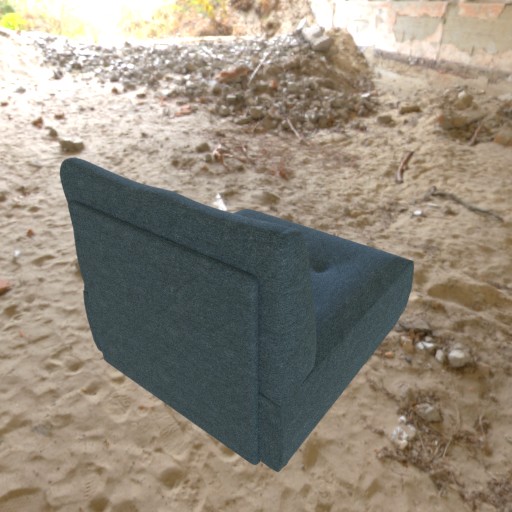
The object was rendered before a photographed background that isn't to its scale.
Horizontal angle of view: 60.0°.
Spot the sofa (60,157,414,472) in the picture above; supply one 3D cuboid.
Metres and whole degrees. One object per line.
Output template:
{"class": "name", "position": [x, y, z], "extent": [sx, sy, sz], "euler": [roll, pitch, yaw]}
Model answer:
{"class": "sofa", "position": [0.000, 0.000, 1.699], "extent": [0.930, 0.820, 1.000], "euler": [21, 36, 32]}
